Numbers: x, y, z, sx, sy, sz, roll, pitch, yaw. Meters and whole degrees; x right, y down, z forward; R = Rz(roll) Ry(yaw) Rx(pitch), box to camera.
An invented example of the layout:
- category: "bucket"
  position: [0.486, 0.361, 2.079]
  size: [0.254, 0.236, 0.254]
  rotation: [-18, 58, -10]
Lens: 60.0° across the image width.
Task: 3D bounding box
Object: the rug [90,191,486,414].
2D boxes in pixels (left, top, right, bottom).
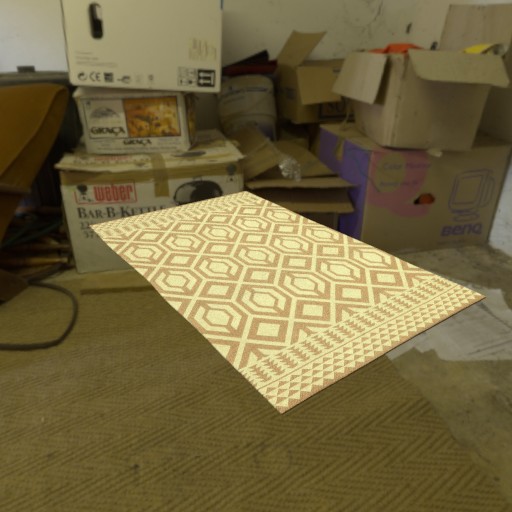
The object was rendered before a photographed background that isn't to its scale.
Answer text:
- category: "rug"
  position: [0.000, 0.000, 3.042]
  size: [1.526, 0.011, 2.435]
  rotation: [-18, 31, -32]
